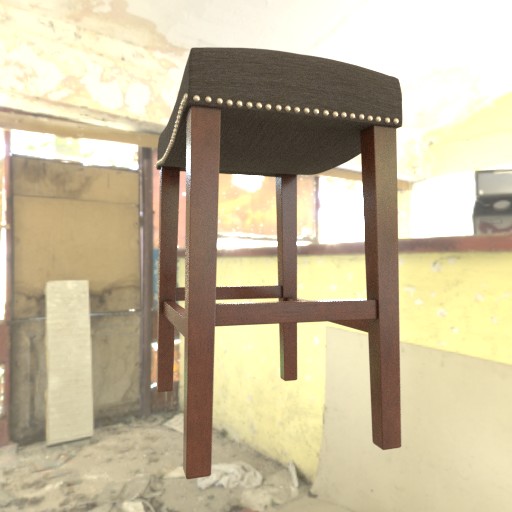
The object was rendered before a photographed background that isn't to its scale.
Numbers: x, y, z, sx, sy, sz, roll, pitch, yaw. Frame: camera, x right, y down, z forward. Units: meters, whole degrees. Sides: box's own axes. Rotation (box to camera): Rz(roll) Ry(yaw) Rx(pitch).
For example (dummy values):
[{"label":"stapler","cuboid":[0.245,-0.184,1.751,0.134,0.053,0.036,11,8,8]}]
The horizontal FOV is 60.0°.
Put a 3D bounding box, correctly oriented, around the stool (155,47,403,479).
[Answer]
[{"label":"stool","cuboid":[0.000,0.000,0.925,0.372,0.654,0.504,0,-1,-18]}]
